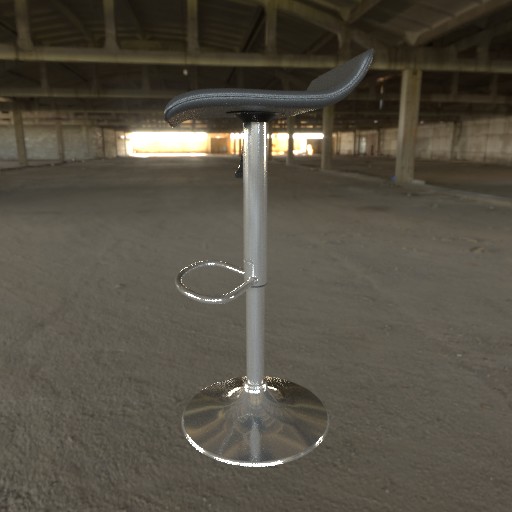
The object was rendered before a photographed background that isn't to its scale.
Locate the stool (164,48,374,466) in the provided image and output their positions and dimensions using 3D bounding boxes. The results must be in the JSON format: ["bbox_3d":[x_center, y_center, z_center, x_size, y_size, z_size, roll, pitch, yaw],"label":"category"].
[{"bbox_3d":[0.000,0.000,1.046,0.381,0.851,0.381,-2,14,-8],"label":"stool"}]
